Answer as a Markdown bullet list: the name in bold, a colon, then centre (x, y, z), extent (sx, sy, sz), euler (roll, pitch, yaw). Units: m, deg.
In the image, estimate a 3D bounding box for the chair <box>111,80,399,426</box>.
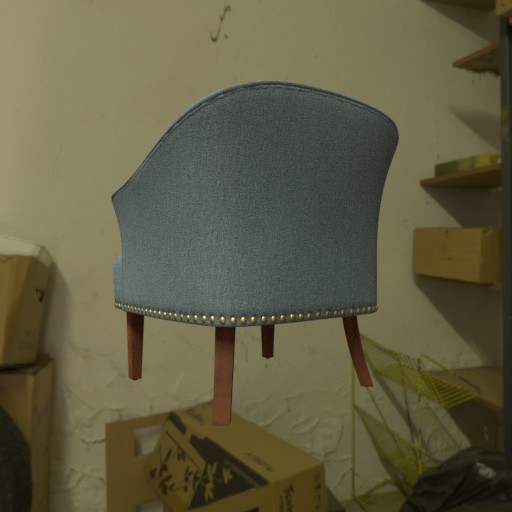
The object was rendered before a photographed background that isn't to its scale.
- **chair**: centre (0.000, 0.000, 1.386), extent (0.772, 0.815, 0.704), euler (1, -1, -37)
